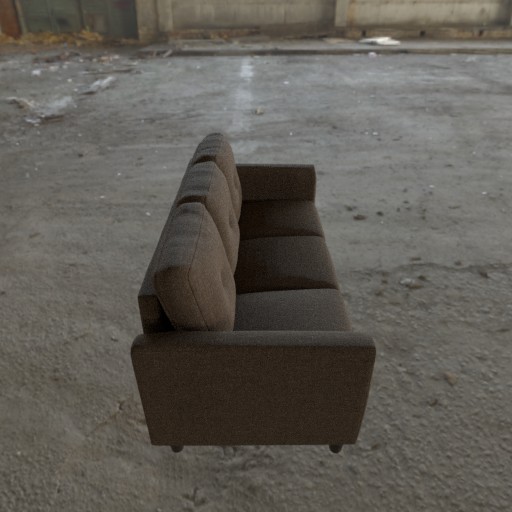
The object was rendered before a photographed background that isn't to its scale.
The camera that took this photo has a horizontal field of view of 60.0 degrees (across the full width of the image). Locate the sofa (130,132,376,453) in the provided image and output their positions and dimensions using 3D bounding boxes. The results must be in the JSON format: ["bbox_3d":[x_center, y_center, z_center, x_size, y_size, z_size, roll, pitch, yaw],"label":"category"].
[{"bbox_3d":[0.000,0.000,2.325,0.837,0.891,1.847,0,31,0],"label":"sofa"}]
